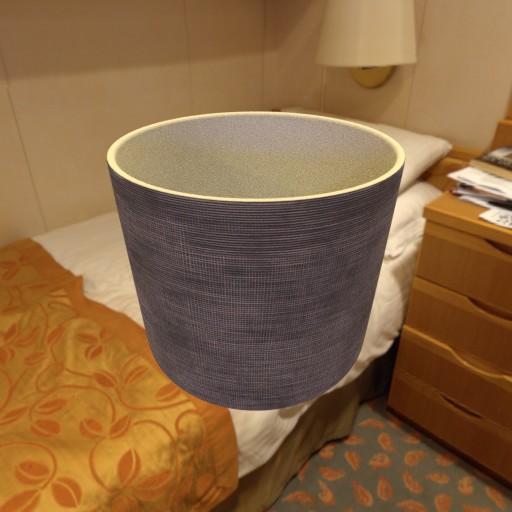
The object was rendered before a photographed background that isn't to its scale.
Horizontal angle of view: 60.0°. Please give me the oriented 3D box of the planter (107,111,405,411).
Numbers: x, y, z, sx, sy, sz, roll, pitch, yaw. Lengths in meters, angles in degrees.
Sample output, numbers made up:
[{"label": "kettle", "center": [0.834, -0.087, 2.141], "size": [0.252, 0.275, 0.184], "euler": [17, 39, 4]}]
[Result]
[{"label": "planter", "center": [0.000, 0.000, 0.779], "size": [0.440, 0.398, 0.440], "euler": [0, 30, 0]}]
